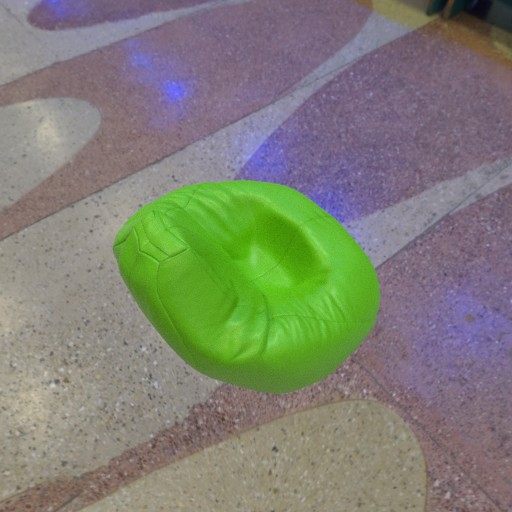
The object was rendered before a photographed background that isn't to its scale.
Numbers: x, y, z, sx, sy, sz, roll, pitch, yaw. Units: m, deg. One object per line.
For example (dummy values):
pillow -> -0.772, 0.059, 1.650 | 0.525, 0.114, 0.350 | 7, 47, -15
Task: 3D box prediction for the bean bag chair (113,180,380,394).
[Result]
bean bag chair -> 0.000, 0.000, 1.919 | 1.070, 0.990, 1.070 | -33, 63, -19
